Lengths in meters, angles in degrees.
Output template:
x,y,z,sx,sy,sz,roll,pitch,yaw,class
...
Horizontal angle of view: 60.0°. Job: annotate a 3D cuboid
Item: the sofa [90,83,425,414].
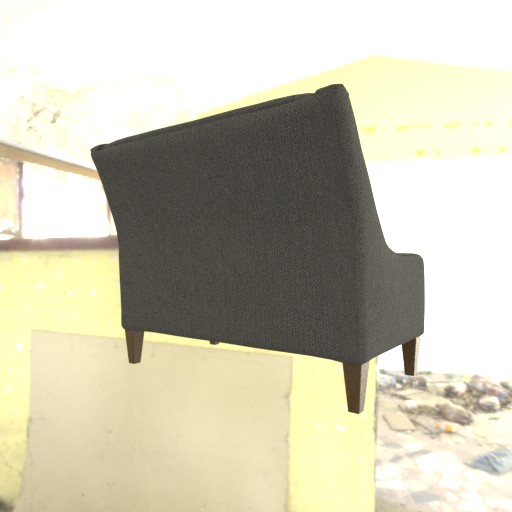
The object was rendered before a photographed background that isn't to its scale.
x,y,z,sx,sy,sz,roll,pitch,yaw,class
0.000,0.000,1.960,1.242,1.022,0.873,0,0,37,sofa
